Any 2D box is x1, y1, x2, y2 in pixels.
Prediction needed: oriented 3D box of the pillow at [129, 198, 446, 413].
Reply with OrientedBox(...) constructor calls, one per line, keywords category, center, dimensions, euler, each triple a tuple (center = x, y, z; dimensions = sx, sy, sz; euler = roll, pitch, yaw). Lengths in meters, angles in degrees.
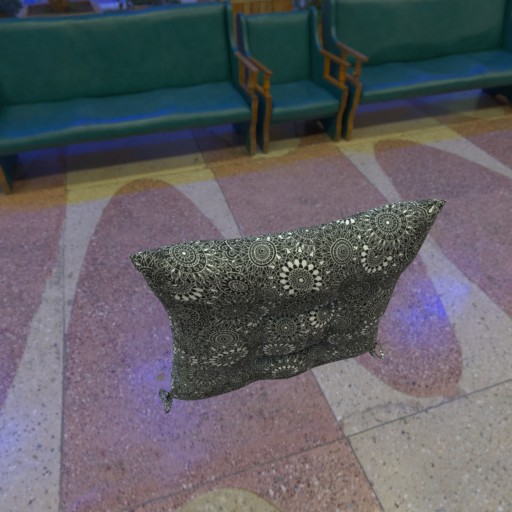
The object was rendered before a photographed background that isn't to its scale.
OrientedBox(category="pillow", center=(0.000, 0.000, 1.011), dimensions=(0.541, 0.536, 0.585), euler=(-11, 42, -12))
